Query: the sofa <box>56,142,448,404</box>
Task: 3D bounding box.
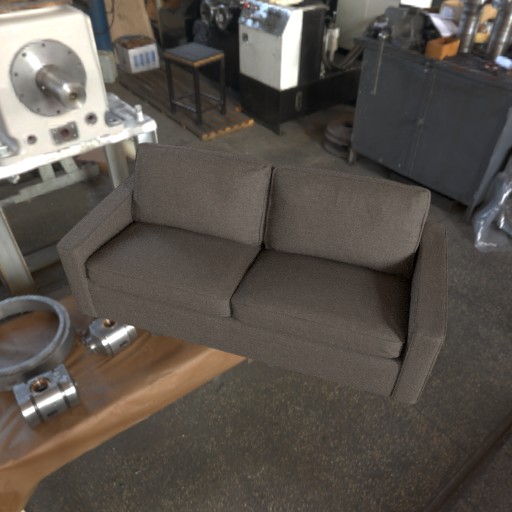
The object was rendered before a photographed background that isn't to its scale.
[{"bbox_3d":[0.000,0.000,2.605,2.080,0.919,0.940,12,42,14],"label":"sofa"}]
